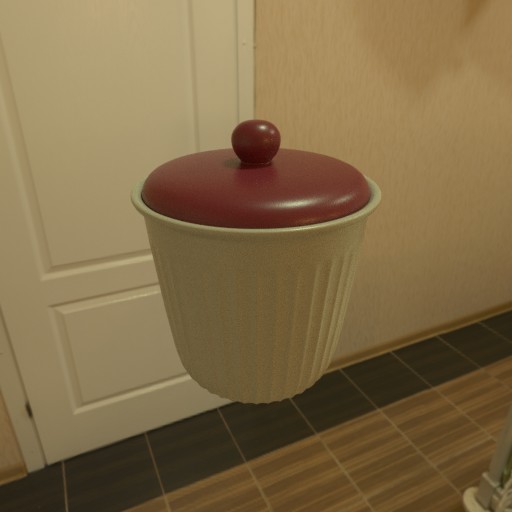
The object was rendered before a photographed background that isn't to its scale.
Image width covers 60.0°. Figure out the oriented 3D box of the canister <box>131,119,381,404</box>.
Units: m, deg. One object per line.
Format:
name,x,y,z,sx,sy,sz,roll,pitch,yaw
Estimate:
canister,0.000,0.000,0.355,0.181,0.211,0.181,0,26,0
